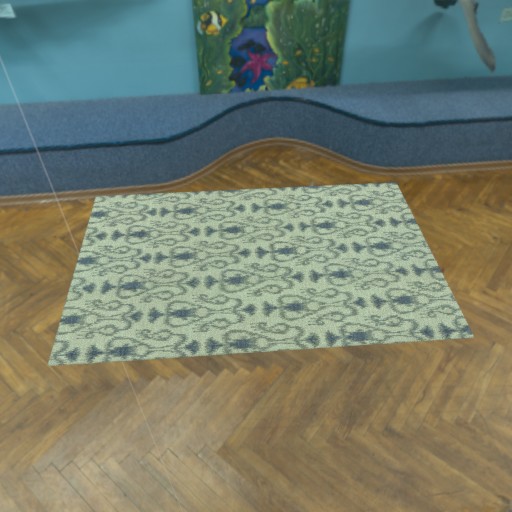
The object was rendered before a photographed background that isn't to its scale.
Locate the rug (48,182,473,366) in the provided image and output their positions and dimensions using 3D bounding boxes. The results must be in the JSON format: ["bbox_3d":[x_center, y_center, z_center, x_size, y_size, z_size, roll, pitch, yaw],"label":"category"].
[{"bbox_3d":[0.000,0.000,2.069,1.652,0.006,1.035,-3,45,-3],"label":"rug"}]
